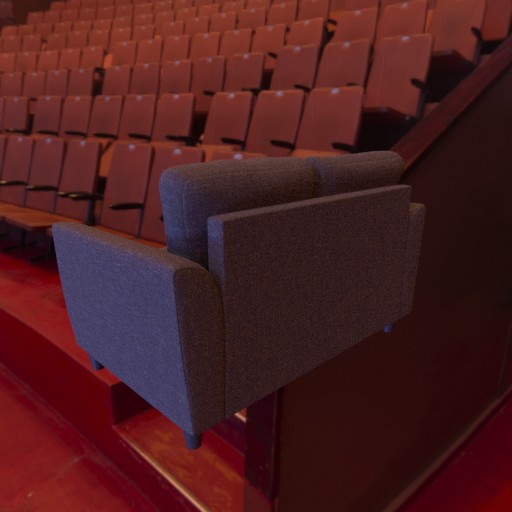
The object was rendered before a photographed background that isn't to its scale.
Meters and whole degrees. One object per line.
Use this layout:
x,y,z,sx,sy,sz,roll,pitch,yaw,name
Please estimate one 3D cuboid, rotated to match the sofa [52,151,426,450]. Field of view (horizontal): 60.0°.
0.000,0.000,1.945,1.423,0.885,0.851,-15,22,-42,sofa
